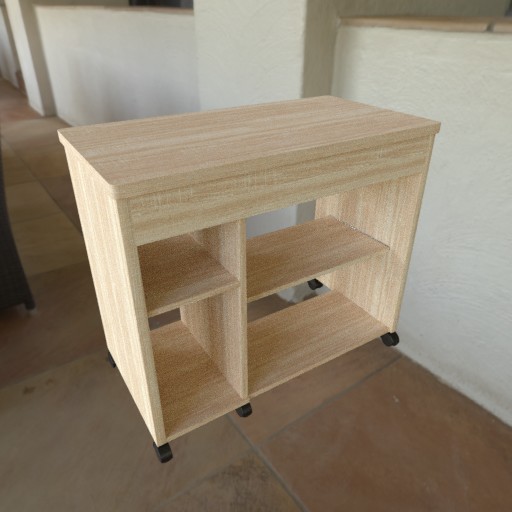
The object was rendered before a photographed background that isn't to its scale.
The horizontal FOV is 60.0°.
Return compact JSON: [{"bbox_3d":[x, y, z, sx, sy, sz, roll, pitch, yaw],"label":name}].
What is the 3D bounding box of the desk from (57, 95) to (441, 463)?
[{"bbox_3d":[0.000,0.000,1.332,0.884,0.770,0.480,-17,34,-27],"label":"desk"}]
